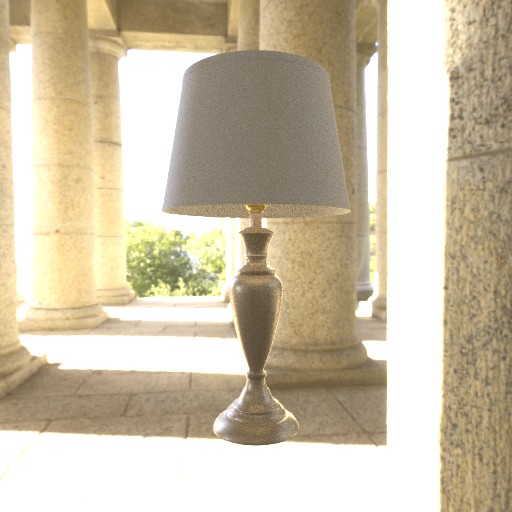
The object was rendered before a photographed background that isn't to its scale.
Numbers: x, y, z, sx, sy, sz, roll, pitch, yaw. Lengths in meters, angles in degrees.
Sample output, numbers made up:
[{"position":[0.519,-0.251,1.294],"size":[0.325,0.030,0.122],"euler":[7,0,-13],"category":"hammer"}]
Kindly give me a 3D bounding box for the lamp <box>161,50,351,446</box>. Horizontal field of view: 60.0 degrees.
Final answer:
[{"position":[0.000,0.000,0.785],"size":[0.328,0.612,0.328],"euler":[0,1,0],"category":"lamp"}]
